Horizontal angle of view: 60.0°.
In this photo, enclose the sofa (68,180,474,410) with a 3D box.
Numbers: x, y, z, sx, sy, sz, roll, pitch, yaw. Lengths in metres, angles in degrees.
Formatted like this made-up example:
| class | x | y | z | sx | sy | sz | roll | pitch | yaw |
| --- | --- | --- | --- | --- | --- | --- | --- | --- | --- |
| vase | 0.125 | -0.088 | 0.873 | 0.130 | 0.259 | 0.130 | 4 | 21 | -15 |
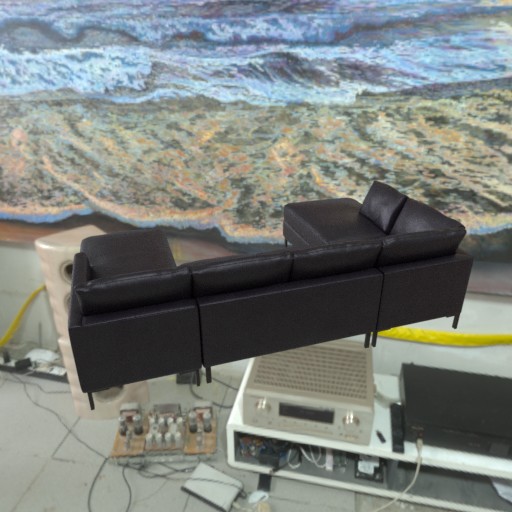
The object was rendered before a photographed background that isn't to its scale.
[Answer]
| class | x | y | z | sx | sy | sz | roll | pitch | yaw |
| --- | --- | --- | --- | --- | --- | --- | --- | --- | --- |
| sofa | 0.000 | 0.000 | 3.875 | 2.956 | 0.900 | 1.939 | -8 | 27 | -16 |
